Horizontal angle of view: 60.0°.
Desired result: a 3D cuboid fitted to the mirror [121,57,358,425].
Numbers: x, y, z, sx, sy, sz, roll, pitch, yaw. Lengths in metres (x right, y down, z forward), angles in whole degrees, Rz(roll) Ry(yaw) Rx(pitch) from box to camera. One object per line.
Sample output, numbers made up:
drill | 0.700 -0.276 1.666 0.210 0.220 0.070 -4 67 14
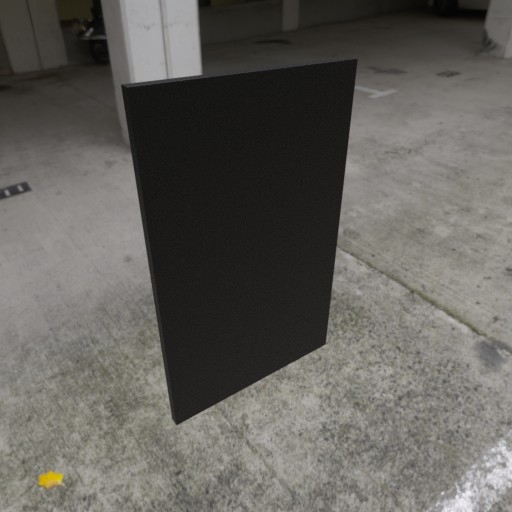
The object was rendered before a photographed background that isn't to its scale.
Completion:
mirror | 0.000 0.000 1.553 0.762 1.219 0.038 -20 37 -29
